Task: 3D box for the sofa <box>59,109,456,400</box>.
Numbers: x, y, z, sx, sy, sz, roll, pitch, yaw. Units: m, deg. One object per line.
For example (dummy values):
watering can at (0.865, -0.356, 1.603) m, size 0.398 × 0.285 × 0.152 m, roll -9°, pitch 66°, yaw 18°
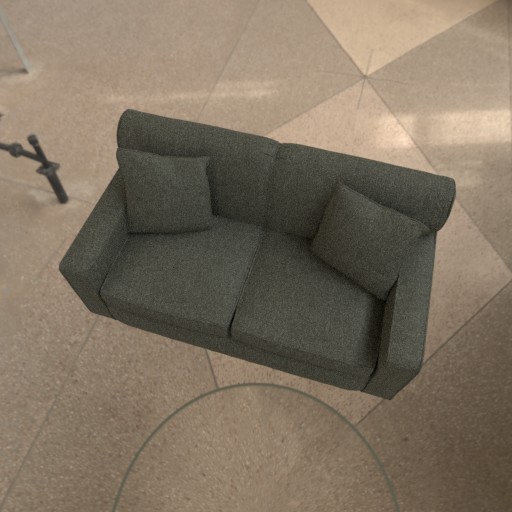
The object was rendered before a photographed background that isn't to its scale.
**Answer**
sofa at (0.000, 0.000, 2.479) m, size 1.846 × 0.958 × 0.998 m, roll 14°, pitch 59°, yaw 9°
